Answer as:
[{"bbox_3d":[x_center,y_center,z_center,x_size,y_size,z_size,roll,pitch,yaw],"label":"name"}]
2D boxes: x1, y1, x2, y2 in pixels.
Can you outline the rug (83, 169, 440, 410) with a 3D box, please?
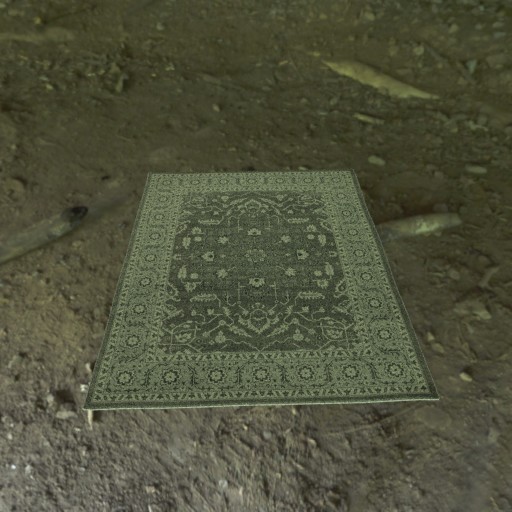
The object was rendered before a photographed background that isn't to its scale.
[{"bbox_3d":[0.000,0.000,4.164,2.451,0.026,3.069,-1,42,-1],"label":"rug"}]
